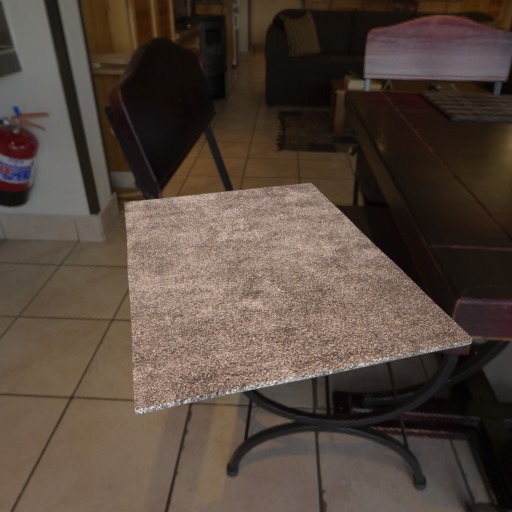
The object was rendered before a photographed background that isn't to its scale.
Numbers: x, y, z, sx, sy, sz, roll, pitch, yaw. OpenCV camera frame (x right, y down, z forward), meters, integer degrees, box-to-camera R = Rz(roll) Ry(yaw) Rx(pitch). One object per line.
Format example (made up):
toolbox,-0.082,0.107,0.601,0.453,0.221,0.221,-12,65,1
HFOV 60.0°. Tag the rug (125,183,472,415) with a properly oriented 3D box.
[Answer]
rug,0.000,0.000,2.138,1.198,0.025,1.601,-8,32,-13
